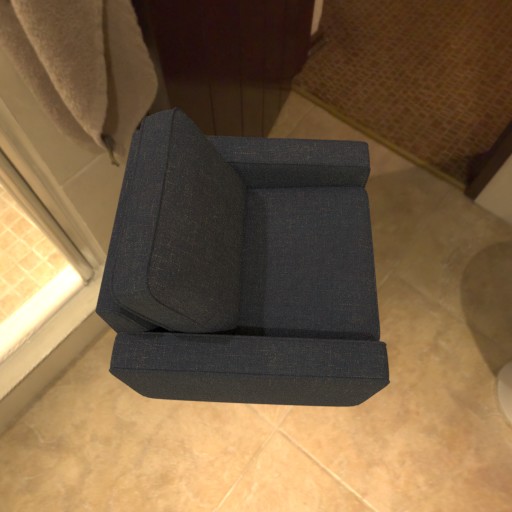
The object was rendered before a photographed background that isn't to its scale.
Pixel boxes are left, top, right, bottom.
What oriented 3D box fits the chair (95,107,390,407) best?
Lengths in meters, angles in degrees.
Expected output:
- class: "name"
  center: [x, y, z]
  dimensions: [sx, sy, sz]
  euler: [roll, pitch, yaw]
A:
- class: "chair"
  center: [0.000, 0.000, 1.741]
  dimensions: [0.940, 0.919, 1.017]
  euler: [2, 64, 1]
